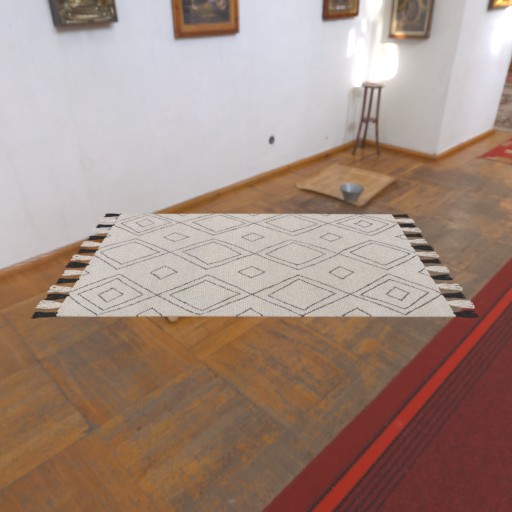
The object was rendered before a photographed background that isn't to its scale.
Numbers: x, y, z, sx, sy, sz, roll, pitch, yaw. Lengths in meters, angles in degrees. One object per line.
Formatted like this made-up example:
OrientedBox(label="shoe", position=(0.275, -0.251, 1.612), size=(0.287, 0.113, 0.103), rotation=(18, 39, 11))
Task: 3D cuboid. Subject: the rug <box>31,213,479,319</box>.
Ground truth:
OrientedBox(label="rug", position=(0.000, 0.000, 3.330), size=(2.755, 0.021, 1.524), rotation=(0, 30, 0))
